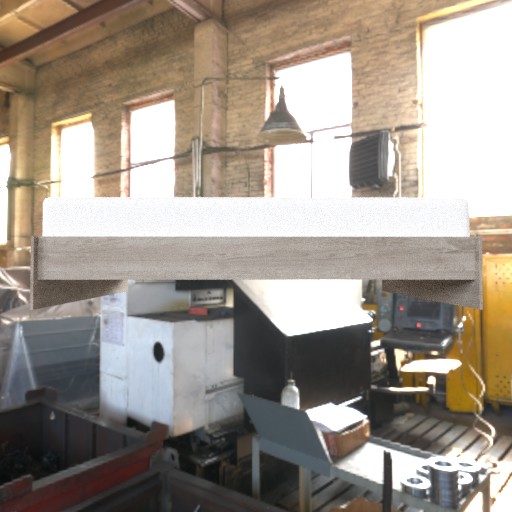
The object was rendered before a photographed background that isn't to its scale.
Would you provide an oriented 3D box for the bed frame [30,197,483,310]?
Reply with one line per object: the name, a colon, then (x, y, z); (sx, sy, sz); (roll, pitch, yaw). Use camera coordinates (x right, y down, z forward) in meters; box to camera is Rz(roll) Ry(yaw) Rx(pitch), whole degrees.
bed frame: (0.000, 0.000, 2.631); (1.945, 0.497, 1.445); (0, -1, 0)
